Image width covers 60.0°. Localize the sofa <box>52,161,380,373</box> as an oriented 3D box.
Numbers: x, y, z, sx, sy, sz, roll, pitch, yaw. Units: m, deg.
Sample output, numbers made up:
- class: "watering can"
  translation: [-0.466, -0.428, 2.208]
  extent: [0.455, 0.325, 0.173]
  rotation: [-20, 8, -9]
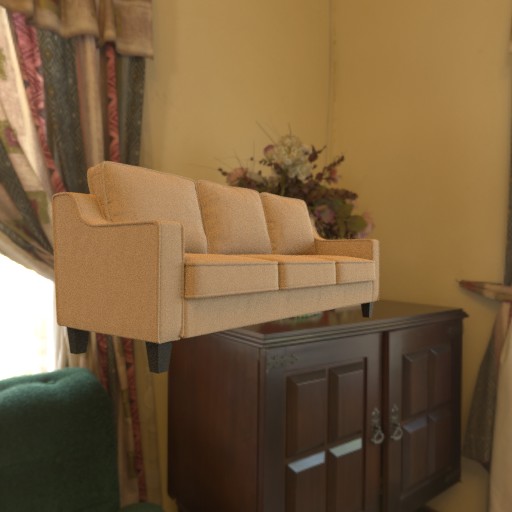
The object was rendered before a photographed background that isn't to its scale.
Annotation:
- class: "sofa"
  translation: [0.000, 0.000, 2.678]
  extent: [0.791, 0.902, 2.131]
  rotation: [0, 0, 37]
